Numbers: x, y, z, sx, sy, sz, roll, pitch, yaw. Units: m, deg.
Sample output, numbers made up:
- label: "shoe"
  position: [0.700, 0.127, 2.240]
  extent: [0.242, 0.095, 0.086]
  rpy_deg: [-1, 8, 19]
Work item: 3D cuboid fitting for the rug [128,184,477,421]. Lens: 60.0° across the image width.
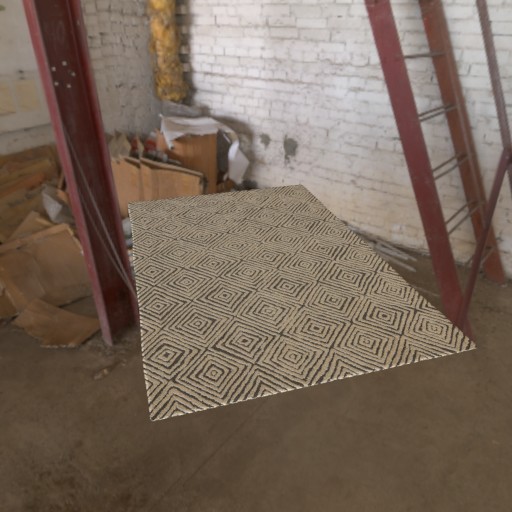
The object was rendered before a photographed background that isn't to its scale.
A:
- label: "rug"
  position: [0.000, 0.000, 2.198]
  extent: [1.177, 0.004, 1.750]
  rpy_deg: [-8, 31, -14]
